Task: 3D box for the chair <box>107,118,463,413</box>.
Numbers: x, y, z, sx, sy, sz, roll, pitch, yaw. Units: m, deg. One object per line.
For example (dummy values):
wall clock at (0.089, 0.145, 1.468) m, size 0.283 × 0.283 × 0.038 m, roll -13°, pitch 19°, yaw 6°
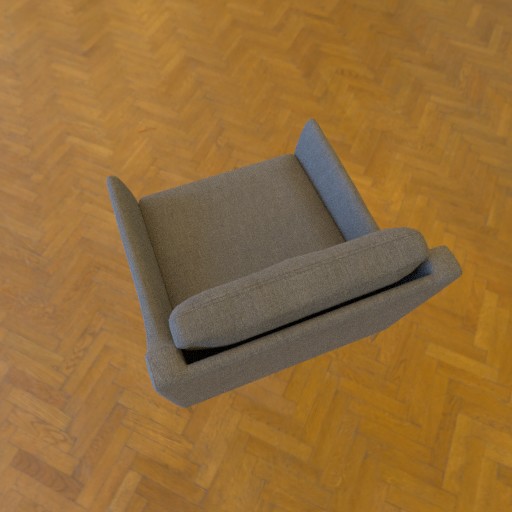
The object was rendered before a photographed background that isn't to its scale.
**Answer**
chair at (0.000, 0.000, 1.542) m, size 0.847 × 0.828 × 0.849 m, roll -19°, pitch 61°, yaw -11°
